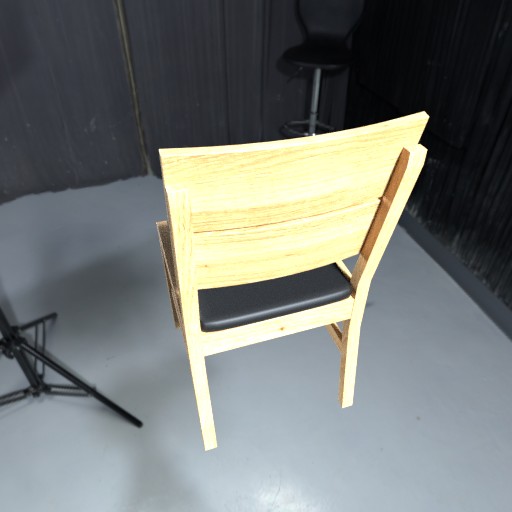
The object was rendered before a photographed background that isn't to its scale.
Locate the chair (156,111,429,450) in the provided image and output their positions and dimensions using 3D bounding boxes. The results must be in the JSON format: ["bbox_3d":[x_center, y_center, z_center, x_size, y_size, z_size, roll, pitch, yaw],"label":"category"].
[{"bbox_3d":[0.000,0.000,1.224,0.475,0.950,0.569,-12,42,-14],"label":"chair"}]
